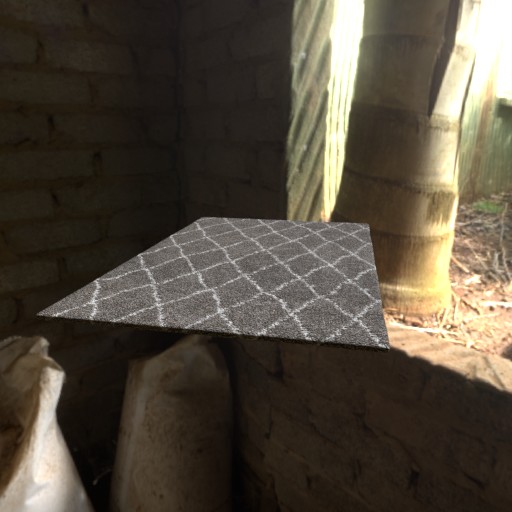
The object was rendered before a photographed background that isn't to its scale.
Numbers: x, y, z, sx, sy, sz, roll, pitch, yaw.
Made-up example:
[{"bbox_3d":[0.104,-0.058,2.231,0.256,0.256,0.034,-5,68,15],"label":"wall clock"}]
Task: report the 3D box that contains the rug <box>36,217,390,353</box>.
[{"bbox_3d":[0.000,0.000,3.408,1.778,0.030,2.743,3,16,11],"label":"rug"}]
